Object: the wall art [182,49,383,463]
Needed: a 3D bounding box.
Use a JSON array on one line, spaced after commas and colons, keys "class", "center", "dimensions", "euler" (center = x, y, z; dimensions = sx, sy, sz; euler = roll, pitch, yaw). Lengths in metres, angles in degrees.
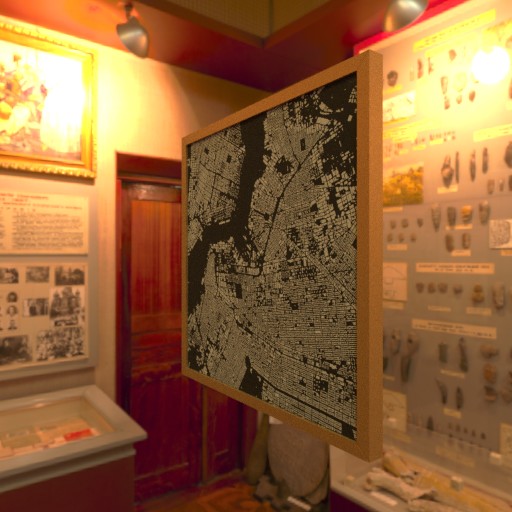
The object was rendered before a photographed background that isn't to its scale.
[{"class": "wall art", "center": [0.000, 0.000, 2.871], "dimensions": [0.099, 1.926, 1.926], "euler": [0, 0, -36]}]
